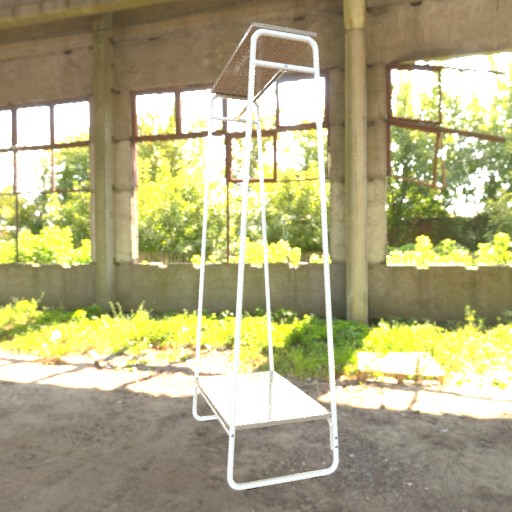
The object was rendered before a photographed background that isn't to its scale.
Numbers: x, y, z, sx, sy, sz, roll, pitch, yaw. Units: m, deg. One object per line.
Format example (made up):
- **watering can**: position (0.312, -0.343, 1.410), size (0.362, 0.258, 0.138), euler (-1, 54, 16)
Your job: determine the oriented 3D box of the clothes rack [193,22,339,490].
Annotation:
- **clothes rack**: position (0.000, 0.000, 1.770), size (0.400, 1.512, 0.640), euler (0, 0, -18)
